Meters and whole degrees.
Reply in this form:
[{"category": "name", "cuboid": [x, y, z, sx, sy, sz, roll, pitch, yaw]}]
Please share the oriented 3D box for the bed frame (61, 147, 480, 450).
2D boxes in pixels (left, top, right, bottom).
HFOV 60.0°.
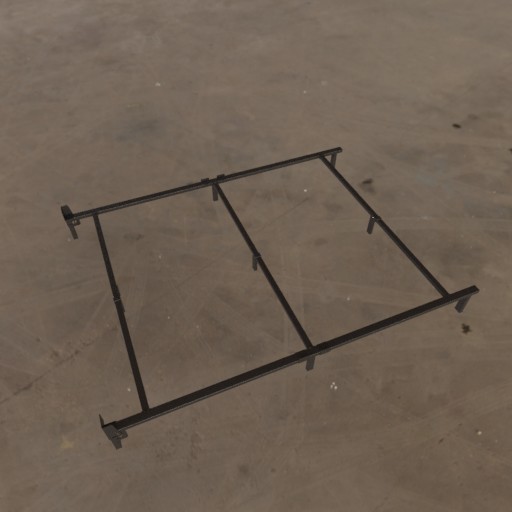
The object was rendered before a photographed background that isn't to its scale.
[{"category": "bed frame", "cuboid": [0.000, 0.000, 2.623, 1.990, 0.248, 1.498, -17, 49, -15]}]
